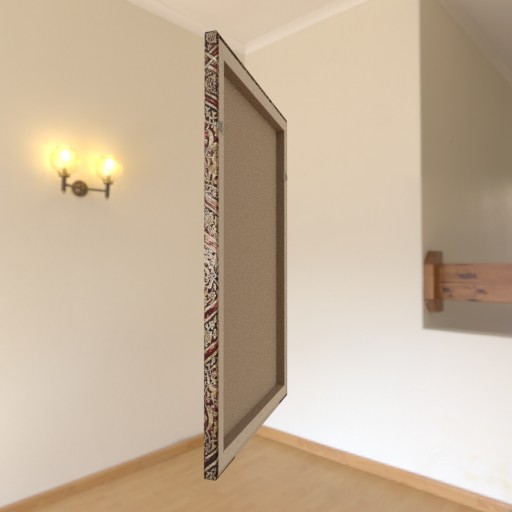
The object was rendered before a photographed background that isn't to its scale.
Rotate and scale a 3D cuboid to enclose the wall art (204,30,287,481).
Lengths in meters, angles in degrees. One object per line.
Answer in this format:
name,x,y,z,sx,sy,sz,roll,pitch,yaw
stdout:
wall art,0.000,0.000,0.780,0.020,0.599,0.397,0,-1,18
